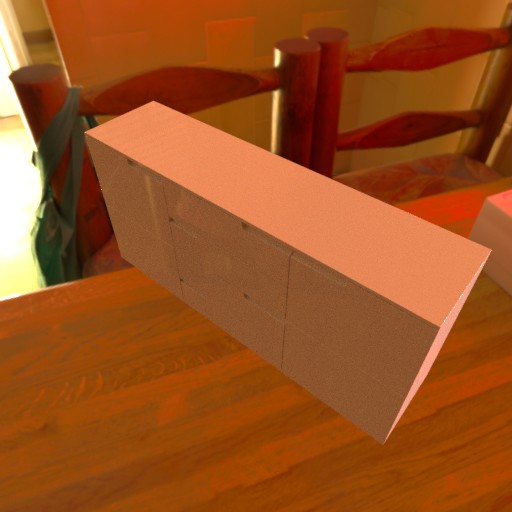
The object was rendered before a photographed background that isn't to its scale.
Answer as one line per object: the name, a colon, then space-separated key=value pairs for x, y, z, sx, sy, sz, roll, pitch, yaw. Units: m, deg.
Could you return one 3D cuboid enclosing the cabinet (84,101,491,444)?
cabinet: x=0.000 y=0.000 z=1.979 sx=1.650 sy=0.800 sz=0.400 roll=30 pitch=52 yaw=27
